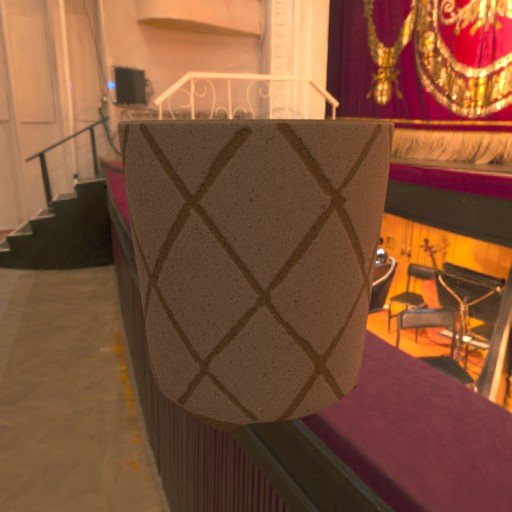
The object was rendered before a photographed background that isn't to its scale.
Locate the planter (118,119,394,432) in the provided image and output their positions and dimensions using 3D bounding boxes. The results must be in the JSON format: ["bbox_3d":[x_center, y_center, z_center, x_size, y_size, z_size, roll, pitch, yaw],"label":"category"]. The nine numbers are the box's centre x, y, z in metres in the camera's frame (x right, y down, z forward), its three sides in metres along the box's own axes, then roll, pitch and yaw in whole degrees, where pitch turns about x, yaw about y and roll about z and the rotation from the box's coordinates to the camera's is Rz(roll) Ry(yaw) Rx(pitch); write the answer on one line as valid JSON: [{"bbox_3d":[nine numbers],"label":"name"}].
[{"bbox_3d":[0.000,0.000,0.345,0.191,0.199,0.191,0,16,0],"label":"planter"}]
